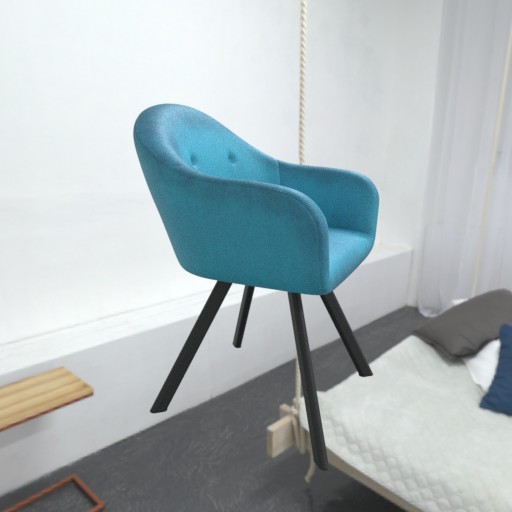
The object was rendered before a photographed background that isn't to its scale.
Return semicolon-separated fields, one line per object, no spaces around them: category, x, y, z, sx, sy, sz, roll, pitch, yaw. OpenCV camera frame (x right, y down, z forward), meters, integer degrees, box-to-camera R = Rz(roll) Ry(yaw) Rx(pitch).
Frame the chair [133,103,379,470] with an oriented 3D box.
chair;0.000;0.000;1.172;0.570;0.780;0.540;7;16;26
